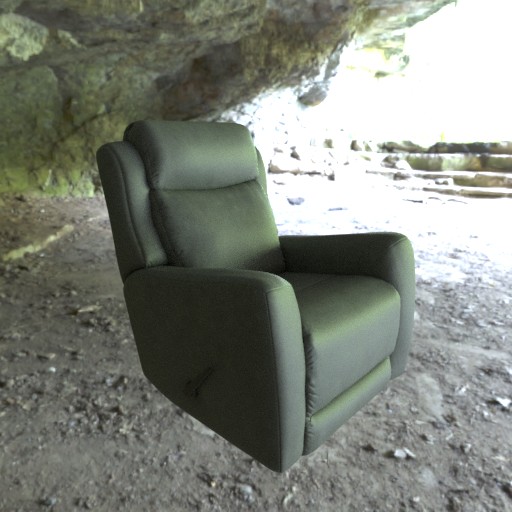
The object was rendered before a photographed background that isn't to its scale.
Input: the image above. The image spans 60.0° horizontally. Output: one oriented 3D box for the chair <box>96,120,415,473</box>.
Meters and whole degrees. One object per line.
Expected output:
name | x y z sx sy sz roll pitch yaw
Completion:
chair | 0.000 0.000 1.885 1.068 1.116 0.967 14 20 42
